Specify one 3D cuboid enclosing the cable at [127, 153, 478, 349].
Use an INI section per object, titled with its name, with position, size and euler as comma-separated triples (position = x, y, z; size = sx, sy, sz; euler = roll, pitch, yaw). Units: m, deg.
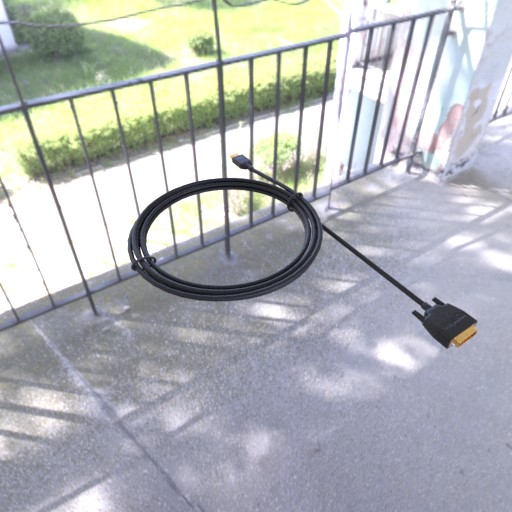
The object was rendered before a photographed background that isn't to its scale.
[cable]
position = 0.000, 0.000, 0.513
size = 0.257, 0.030, 0.422
euler = -25, 47, -25
